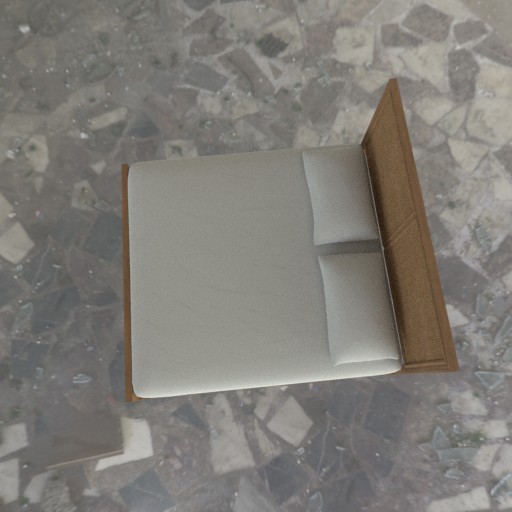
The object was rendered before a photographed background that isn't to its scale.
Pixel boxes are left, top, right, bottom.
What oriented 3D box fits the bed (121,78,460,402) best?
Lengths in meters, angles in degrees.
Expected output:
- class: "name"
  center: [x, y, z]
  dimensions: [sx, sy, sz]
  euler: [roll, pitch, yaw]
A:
- class: "bed"
  center: [0.000, 0.000, 3.484]
  dimensions: [2.184, 1.387, 2.003]
  euler: [-5, 74, -2]
